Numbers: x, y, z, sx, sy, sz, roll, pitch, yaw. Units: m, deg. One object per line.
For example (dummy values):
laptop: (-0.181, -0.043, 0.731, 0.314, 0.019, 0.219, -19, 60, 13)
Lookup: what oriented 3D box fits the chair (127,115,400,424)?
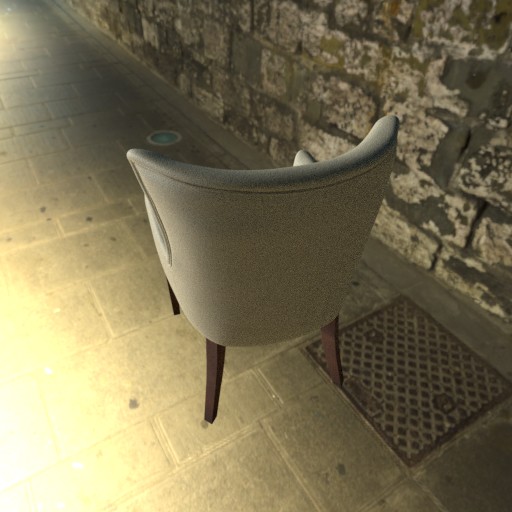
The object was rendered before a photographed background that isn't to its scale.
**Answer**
chair: (0.000, 0.000, 1.411, 0.660, 0.952, 0.686, -11, 41, -13)
